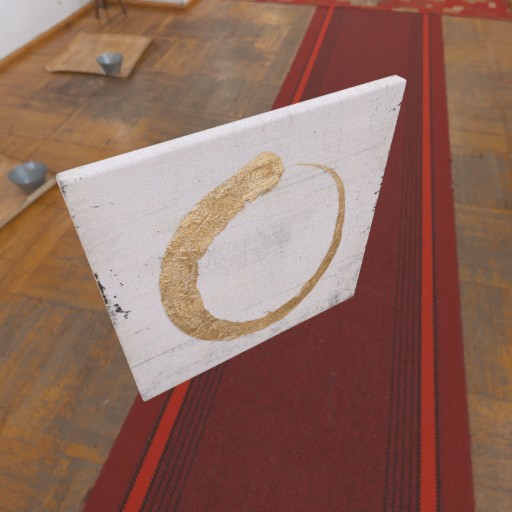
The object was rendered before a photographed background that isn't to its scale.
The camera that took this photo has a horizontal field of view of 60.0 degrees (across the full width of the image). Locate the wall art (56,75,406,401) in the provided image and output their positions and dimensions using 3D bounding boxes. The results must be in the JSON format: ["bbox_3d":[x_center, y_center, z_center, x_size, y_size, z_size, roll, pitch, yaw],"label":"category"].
[{"bbox_3d":[0.000,0.000,1.135,0.762,0.762,0.038,-23,50,-21],"label":"wall art"}]
